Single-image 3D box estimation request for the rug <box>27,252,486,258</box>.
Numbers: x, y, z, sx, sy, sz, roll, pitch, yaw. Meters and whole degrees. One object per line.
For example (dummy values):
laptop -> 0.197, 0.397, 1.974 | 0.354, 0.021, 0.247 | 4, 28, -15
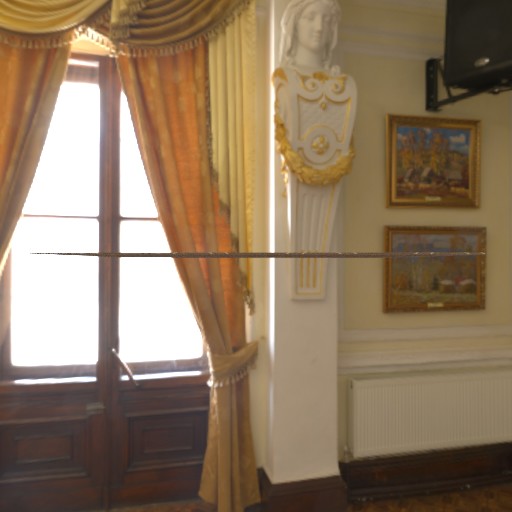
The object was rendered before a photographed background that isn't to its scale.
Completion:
rug -> 0.000, 0.000, 4.184 | 3.062, 0.012, 2.457 | 0, -1, -1
